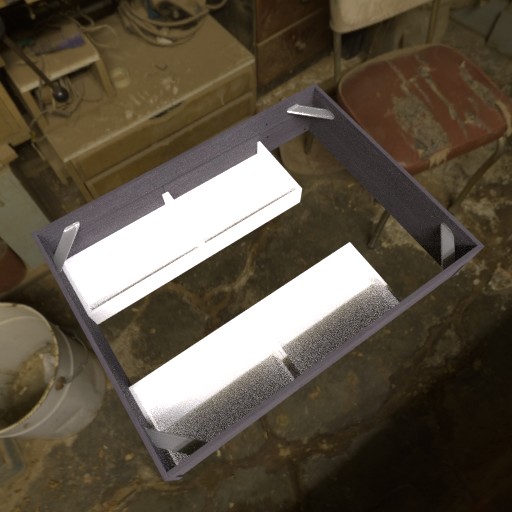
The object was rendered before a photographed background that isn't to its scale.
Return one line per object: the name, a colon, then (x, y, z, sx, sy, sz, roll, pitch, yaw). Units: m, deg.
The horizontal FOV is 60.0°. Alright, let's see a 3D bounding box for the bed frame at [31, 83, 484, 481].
bed frame: (0.000, 0.000, 2.544, 1.944, 0.459, 1.448, -32, 68, -15)
